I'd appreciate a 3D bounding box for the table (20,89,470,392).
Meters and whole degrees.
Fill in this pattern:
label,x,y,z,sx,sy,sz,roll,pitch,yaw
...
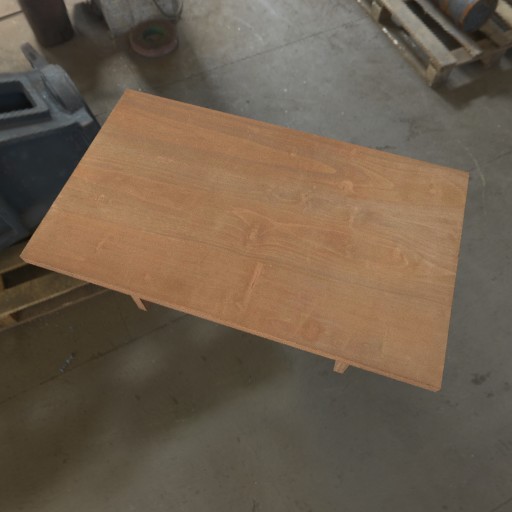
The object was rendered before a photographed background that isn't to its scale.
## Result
label,x,y,z,sx,sy,sz,roll,pitch,yaw
table,0.000,0.000,2.145,1.609,0.780,0.946,16,64,8
